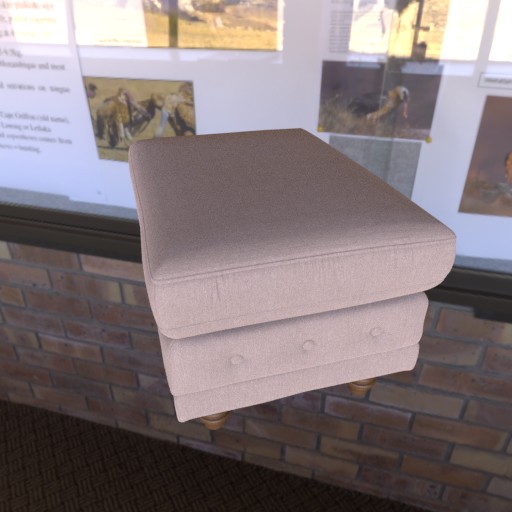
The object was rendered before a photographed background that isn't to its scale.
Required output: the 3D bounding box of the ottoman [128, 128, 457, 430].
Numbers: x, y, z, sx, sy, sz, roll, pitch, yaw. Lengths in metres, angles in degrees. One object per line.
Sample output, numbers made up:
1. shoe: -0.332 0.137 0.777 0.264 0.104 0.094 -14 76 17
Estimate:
1. ottoman: 0.000 0.000 1.148 0.569 0.500 0.771 -8 32 -14
